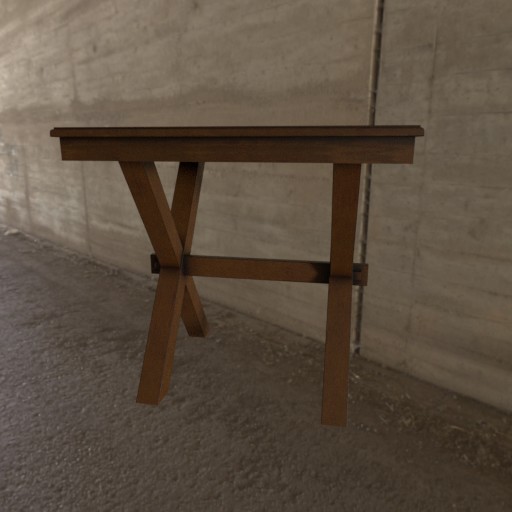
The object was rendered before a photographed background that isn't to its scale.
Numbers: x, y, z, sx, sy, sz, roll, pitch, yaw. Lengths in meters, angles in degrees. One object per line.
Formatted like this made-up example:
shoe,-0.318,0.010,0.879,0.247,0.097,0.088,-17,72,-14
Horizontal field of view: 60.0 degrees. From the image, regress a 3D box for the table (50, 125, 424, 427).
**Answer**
table,0.000,0.000,1.029,0.602,0.562,0.560,3,15,11
